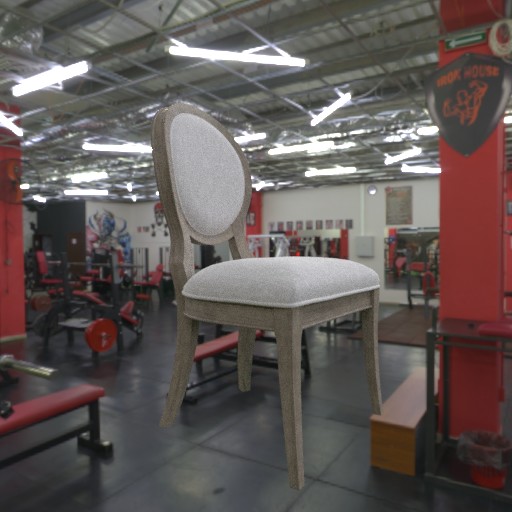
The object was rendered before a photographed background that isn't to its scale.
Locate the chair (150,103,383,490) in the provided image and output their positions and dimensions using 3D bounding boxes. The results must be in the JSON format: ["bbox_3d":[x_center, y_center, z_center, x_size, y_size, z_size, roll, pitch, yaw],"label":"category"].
[{"bbox_3d":[0.000,0.000,1.331,0.602,0.990,0.558,1,2,35],"label":"chair"}]
